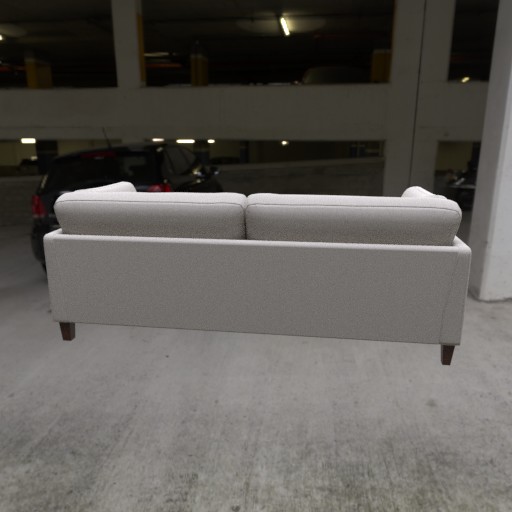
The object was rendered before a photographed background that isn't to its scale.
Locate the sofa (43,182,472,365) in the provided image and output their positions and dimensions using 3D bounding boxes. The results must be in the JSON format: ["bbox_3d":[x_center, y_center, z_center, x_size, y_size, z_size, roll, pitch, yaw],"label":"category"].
[{"bbox_3d":[0.000,0.000,2.775,2.301,0.863,0.957,2,15,8],"label":"sofa"}]
